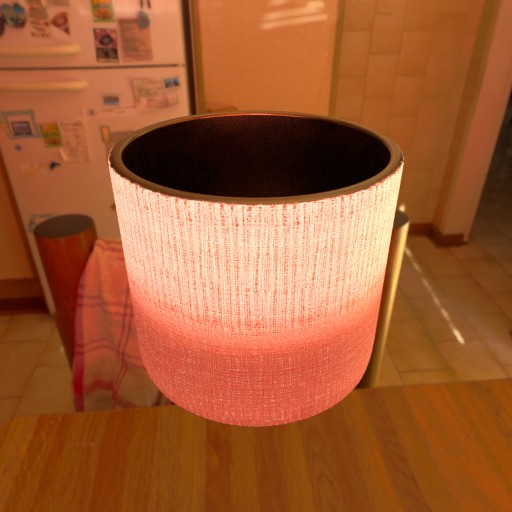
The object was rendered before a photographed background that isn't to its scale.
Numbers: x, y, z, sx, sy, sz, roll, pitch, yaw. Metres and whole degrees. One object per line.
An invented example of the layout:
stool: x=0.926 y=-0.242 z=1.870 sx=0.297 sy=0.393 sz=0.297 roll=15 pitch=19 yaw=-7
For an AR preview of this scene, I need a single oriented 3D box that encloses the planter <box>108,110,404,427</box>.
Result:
planter: x=0.000 y=0.000 z=0.388 sx=0.221 sy=0.201 sz=0.221 roll=0 pitch=31 yaw=0
